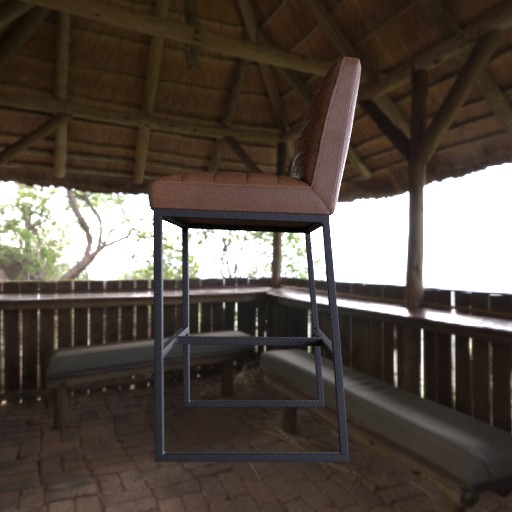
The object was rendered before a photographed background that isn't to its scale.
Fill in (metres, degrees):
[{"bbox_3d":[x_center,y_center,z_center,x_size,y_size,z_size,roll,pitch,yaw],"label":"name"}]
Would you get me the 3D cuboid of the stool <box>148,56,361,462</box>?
[{"bbox_3d":[0.000,0.000,1.337,0.556,1.040,0.458,0,-1,0],"label":"stool"}]
